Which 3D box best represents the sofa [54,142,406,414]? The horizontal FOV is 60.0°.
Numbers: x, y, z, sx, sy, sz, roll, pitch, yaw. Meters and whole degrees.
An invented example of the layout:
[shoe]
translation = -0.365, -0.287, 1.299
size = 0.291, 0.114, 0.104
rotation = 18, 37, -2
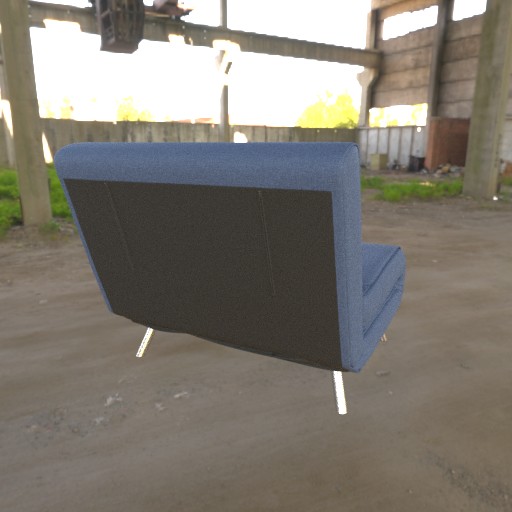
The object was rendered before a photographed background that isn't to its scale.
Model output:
[sofa]
translation = 0.000, 0.000, 1.734
size = 0.999, 0.860, 0.996
rotation = 7, 16, 27
